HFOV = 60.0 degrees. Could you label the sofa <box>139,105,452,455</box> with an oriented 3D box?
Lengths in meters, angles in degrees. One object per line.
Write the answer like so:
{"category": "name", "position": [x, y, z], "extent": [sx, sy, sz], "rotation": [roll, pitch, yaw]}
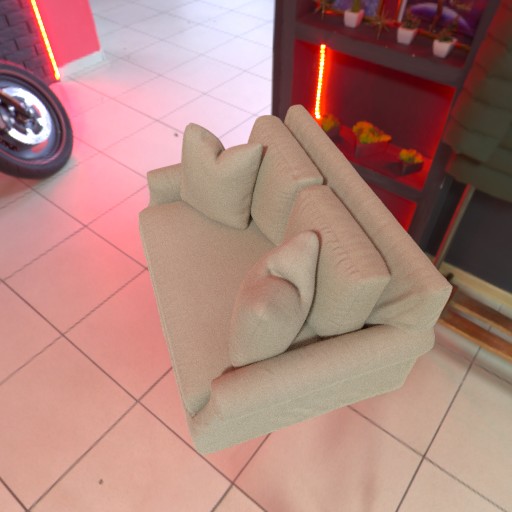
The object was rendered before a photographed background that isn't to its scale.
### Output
{"category": "sofa", "position": [0.000, 0.000, 2.227], "extent": [1.070, 0.905, 1.550], "rotation": [-15, 49, -13]}
